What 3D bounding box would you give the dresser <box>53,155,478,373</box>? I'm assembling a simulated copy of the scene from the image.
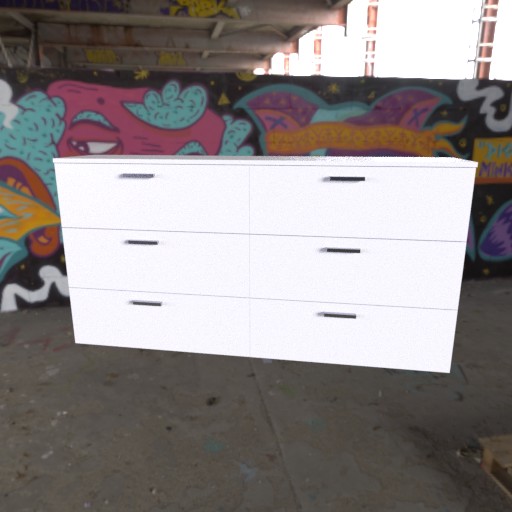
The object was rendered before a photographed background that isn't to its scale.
[{"bbox_3d":[0.000,0.000,1.830,1.535,0.790,0.333,2,15,9],"label":"dresser"}]
